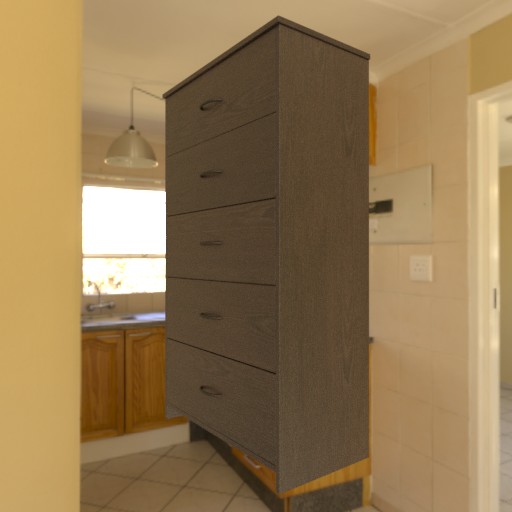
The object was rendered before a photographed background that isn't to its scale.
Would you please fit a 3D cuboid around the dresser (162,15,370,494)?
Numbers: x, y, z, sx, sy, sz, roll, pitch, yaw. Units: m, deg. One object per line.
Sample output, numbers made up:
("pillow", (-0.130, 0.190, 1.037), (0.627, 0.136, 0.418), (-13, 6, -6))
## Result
("dresser", (0.000, 0.000, 1.549), (0.418, 1.254, 0.704), (0, 0, -37))
